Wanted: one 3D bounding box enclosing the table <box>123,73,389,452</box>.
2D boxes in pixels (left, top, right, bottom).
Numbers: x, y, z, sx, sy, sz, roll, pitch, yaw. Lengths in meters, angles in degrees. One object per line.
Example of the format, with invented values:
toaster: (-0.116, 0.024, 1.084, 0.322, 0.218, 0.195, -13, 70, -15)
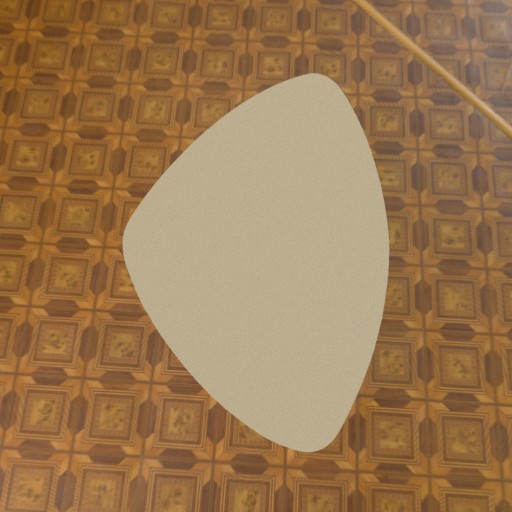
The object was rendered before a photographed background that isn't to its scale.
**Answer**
table: (0.000, 0.000, 1.630, 0.850, 0.440, 1.250, 3, 75, 1)
